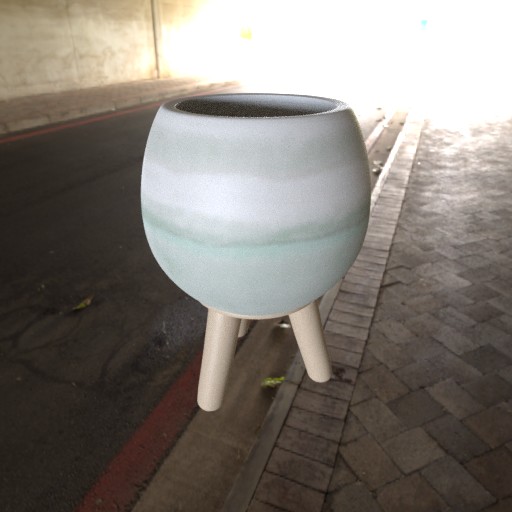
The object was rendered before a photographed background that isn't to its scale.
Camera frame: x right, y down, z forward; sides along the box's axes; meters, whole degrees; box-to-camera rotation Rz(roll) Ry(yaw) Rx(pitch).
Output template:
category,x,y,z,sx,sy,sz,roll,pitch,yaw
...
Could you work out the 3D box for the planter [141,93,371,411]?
category,x,y,z,sx,sy,sz,roll,pitch,yaw
planter,0.000,0.000,0.341,0.161,0.224,0.161,0,26,0
